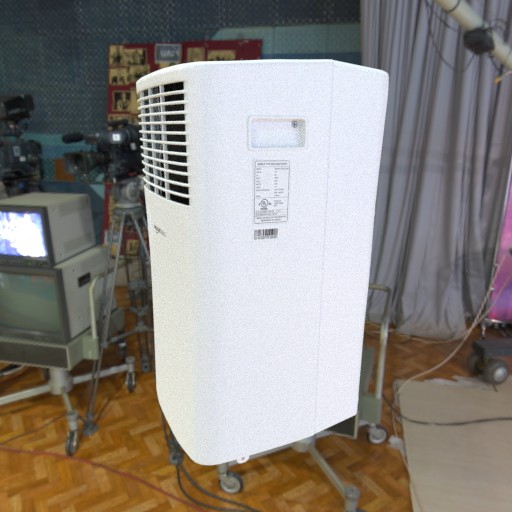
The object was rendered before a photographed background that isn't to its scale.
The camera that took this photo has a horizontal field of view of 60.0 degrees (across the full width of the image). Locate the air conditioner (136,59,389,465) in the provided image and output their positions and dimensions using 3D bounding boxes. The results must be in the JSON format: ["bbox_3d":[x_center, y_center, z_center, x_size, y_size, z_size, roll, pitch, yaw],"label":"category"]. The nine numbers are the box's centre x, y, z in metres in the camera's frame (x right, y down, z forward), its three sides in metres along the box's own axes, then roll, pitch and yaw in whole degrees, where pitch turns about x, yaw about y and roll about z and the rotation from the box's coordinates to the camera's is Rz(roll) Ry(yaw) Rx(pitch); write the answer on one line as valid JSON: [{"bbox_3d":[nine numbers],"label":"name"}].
[{"bbox_3d":[0.000,0.000,0.777,0.349,0.606,0.304,-8,18,-25],"label":"air conditioner"}]
